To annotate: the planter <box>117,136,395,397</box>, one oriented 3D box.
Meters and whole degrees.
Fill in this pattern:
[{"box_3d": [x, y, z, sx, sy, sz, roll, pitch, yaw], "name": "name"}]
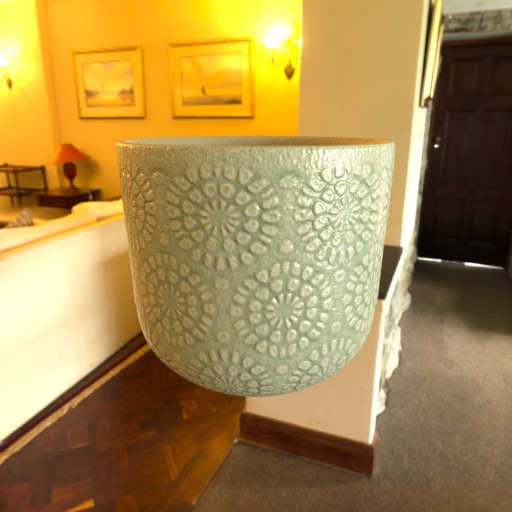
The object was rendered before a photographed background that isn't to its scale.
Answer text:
[{"box_3d": [0.000, 0.000, 0.302, 0.169, 0.153, 0.169, 0, 17, 0], "name": "planter"}]
